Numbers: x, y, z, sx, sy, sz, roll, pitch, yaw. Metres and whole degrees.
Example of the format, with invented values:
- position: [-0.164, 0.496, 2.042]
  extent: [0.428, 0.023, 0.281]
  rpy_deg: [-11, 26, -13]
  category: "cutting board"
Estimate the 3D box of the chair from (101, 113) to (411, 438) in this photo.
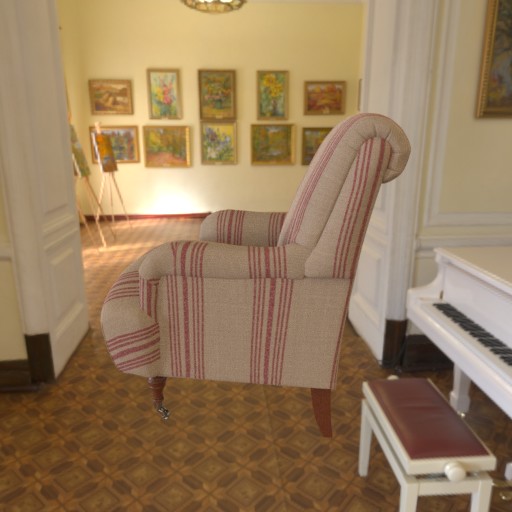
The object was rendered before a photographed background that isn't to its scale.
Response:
- position: [0.000, 0.000, 1.858]
  extent: [1.058, 1.123, 0.933]
  rpy_deg: [2, 15, 8]
  category: "chair"
